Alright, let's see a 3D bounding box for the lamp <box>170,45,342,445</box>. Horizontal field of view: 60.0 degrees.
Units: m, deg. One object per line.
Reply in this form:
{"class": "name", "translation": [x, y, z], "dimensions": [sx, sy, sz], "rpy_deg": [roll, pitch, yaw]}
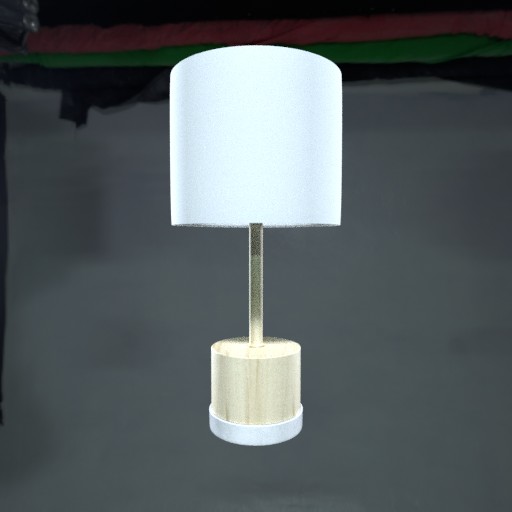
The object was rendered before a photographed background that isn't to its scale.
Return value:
{"class": "lamp", "translation": [0.000, 0.000, 0.607], "dimensions": [0.229, 0.470, 0.229], "rpy_deg": [0, 2, 1]}
